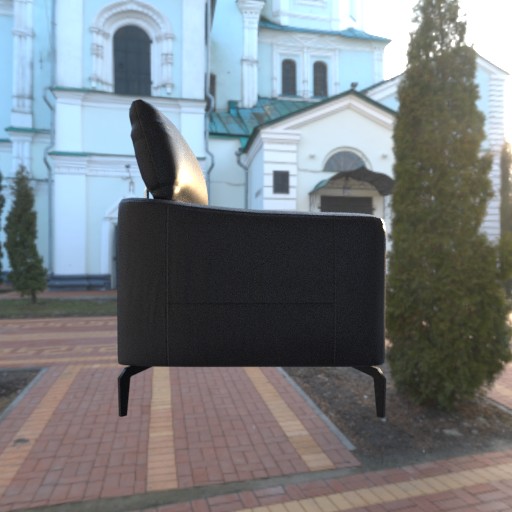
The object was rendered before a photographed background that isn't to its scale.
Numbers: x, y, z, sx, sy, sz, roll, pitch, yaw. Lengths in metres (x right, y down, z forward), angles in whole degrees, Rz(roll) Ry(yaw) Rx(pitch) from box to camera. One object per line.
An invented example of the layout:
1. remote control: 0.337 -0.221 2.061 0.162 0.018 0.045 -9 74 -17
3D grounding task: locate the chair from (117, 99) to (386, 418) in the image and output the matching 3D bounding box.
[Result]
1. chair: 0.000 0.000 1.716 0.809 0.949 0.976 0 0 1
